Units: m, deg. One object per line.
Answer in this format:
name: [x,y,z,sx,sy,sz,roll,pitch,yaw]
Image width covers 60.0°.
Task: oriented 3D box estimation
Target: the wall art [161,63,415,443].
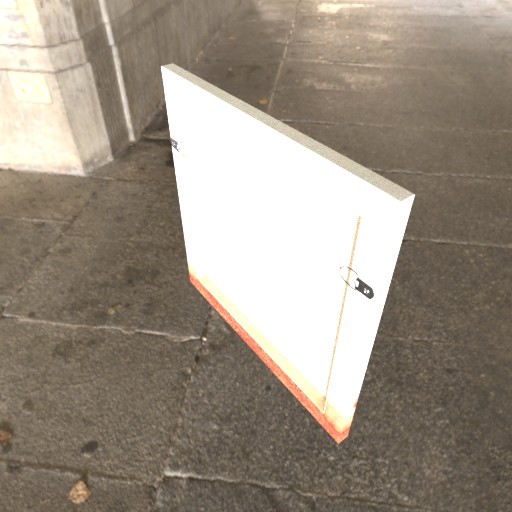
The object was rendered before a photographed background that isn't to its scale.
wall art: [0.000,0.000,1.148,0.042,0.760,0.760,-26,47,-27]
